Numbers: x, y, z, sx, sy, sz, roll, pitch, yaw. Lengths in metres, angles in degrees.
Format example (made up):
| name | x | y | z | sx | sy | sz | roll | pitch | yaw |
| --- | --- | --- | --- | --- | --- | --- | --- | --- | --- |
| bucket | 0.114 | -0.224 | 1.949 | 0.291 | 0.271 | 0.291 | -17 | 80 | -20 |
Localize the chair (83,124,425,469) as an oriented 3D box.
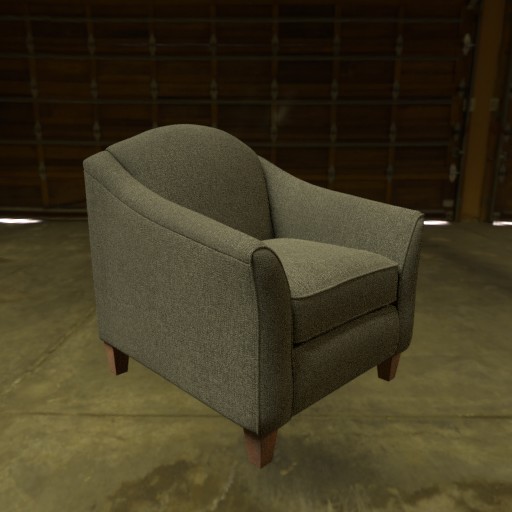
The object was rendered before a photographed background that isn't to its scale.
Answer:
| name | x | y | z | sx | sy | sz | roll | pitch | yaw |
| --- | --- | --- | --- | --- | --- | --- | --- | --- | --- |
| chair | 0.000 | 0.000 | 1.420 | 0.763 | 0.839 | 0.787 | -12 | 18 | -43 |
